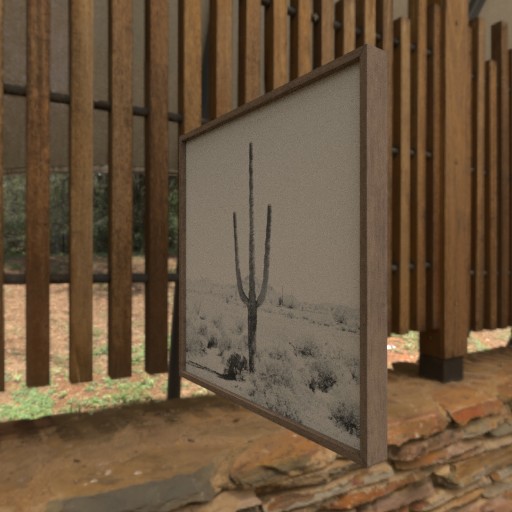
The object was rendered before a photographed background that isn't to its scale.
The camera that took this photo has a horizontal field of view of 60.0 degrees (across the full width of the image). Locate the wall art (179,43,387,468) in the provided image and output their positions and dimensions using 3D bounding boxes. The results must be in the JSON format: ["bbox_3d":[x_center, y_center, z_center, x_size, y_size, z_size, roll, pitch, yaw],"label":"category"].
[{"bbox_3d":[0.000,0.000,0.747,0.038,0.508,0.508,0,0,-36],"label":"wall art"}]
